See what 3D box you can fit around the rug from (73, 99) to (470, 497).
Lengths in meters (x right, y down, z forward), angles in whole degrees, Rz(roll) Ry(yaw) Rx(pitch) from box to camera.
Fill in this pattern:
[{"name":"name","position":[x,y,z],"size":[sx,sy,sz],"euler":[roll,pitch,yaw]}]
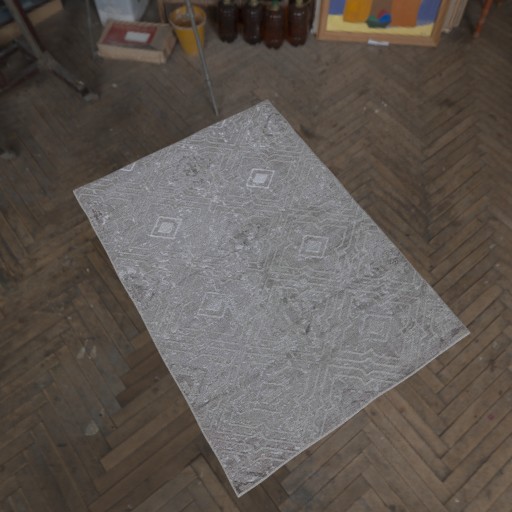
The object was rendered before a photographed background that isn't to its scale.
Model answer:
[{"name":"rug","position":[0.000,0.000,4.314],"size":[2.448,0.020,3.359],"euler":[-29,67,-14]}]
